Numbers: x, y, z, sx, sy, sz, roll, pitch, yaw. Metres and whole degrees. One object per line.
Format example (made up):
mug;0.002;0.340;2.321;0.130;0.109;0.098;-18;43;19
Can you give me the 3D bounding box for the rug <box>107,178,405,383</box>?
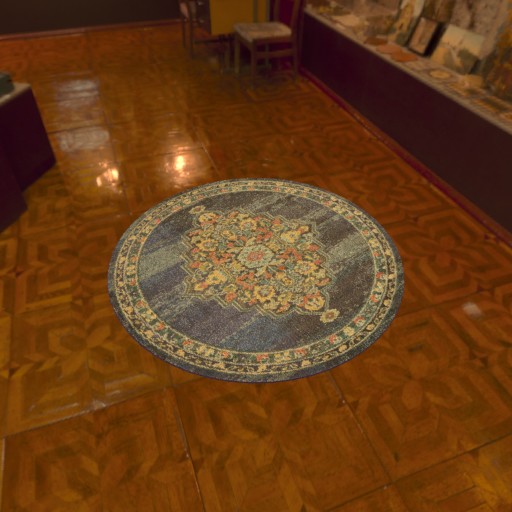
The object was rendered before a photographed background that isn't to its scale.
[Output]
rug;0.000;0.000;2.444;1.591;0.010;1.591;0;42;0
